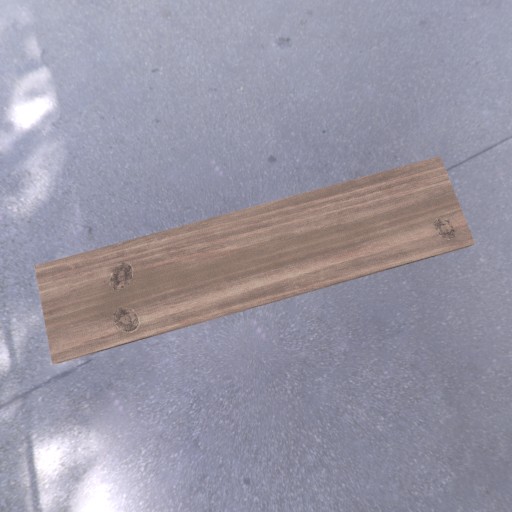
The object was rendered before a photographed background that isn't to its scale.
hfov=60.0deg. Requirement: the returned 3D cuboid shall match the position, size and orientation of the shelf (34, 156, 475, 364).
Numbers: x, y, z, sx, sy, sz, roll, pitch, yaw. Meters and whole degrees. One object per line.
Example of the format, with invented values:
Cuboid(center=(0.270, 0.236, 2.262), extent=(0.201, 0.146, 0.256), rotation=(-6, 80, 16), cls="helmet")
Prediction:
Cuboid(center=(0.000, 0.000, 0.637), extent=(0.610, 0.020, 0.140), rotation=(-16, 78, -3), cls="shelf")
